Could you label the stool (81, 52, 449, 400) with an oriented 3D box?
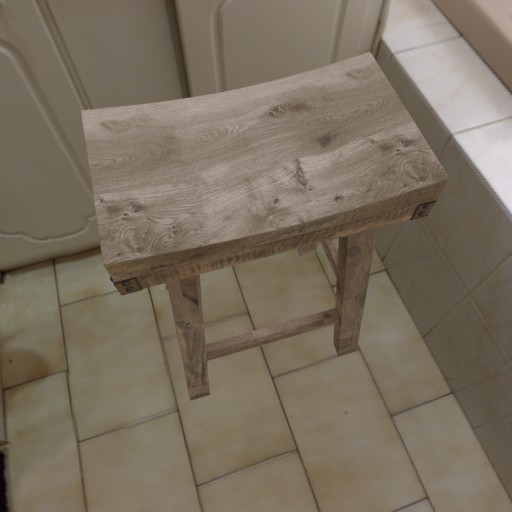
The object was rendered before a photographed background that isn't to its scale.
[{"bbox_3d":[0.000,0.000,0.871,0.450,0.635,0.330,-15,63,-8],"label":"stool"}]
